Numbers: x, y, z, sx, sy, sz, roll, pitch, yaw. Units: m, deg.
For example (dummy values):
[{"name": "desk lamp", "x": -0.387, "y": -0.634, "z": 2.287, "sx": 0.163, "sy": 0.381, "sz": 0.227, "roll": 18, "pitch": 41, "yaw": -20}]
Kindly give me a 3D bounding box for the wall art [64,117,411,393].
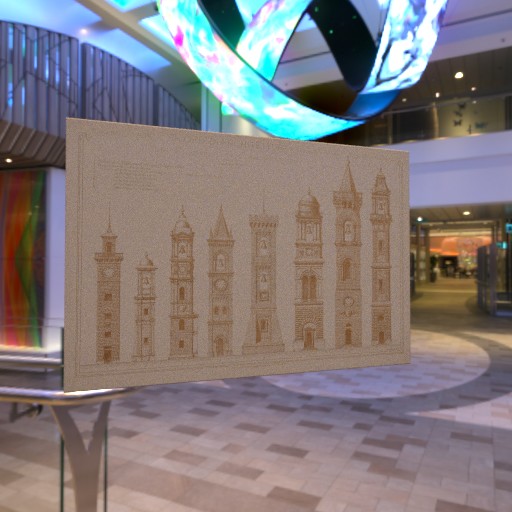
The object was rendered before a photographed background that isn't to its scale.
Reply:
[{"name": "wall art", "x": 0.000, "y": 0.000, "z": 0.771, "sx": 0.609, "sy": 0.407, "sz": 0.039, "roll": 0, "pitch": -1, "yaw": -19}]
